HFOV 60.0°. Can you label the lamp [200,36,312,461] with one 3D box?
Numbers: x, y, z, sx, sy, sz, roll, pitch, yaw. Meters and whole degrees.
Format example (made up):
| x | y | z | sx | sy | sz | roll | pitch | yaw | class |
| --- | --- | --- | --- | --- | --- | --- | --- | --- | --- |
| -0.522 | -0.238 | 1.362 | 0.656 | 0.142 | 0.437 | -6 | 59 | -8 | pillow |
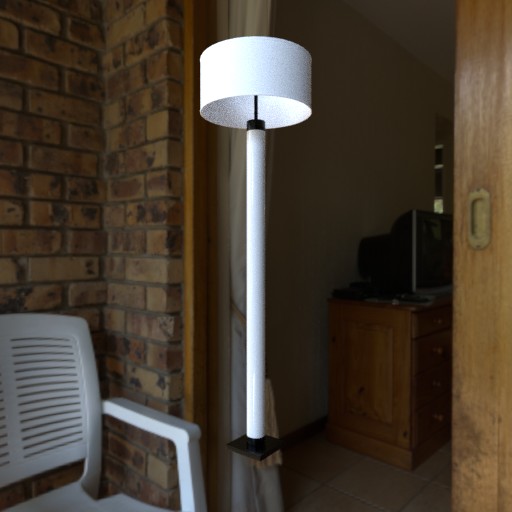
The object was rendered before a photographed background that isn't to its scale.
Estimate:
| x | y | z | sx | sy | sz | roll | pitch | yaw | class |
| --- | --- | --- | --- | --- | --- | --- | --- | --- | --- |
| 0.000 | 0.000 | 1.685 | 0.420 | 1.475 | 0.420 | 1 | 1 | 37 | lamp |
